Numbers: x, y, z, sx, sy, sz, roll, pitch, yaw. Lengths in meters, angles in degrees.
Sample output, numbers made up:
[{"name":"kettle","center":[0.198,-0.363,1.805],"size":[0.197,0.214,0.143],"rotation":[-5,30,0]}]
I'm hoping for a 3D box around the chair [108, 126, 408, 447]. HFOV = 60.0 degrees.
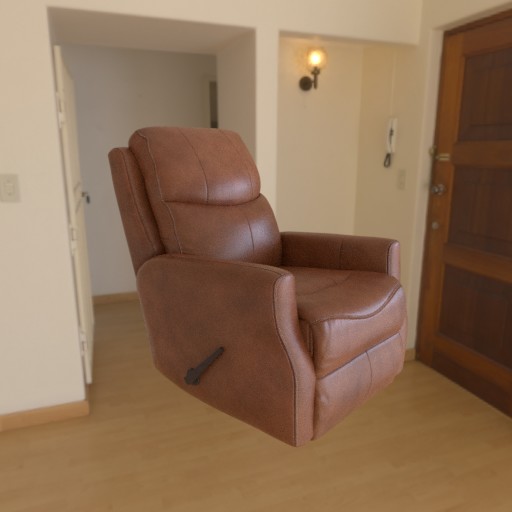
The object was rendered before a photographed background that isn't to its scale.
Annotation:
[{"name":"chair","center":[0.000,0.000,1.771],"size":[1.072,1.016,0.821],"rotation":[12,18,42]}]
